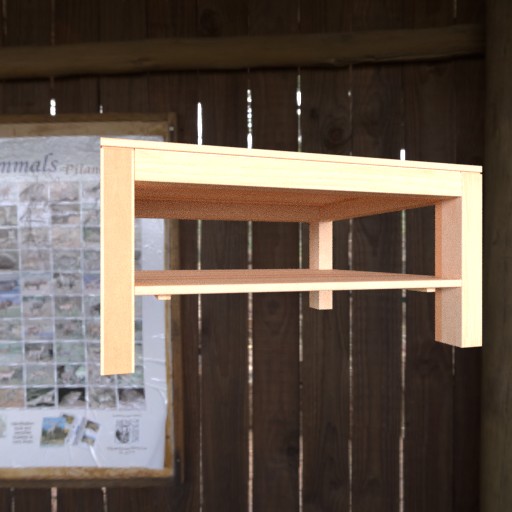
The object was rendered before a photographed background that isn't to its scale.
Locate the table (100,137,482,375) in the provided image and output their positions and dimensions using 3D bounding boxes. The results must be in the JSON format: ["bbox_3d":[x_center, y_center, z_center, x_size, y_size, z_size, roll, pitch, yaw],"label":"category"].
[{"bbox_3d":[0.000,0.000,1.400,0.900,0.450,0.900,0,0,-18],"label":"table"}]
